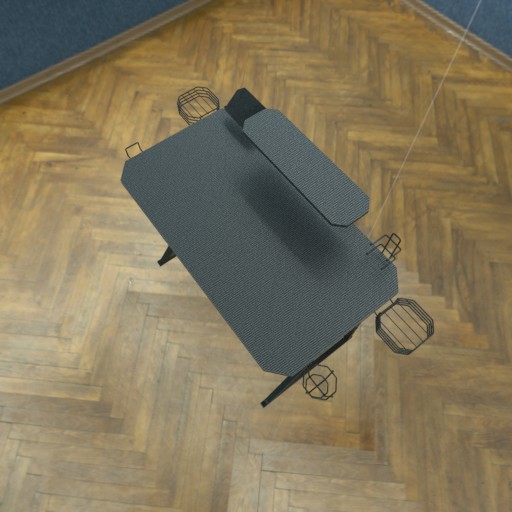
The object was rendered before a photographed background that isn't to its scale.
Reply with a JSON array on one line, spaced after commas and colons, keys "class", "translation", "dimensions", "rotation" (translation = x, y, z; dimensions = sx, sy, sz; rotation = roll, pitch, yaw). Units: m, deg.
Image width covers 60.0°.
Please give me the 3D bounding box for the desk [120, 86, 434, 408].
[{"class": "desk", "translation": [0.000, 0.000, 1.770], "dimensions": [0.580, 0.880, 1.290], "rotation": [-34, 69, -15]}]
